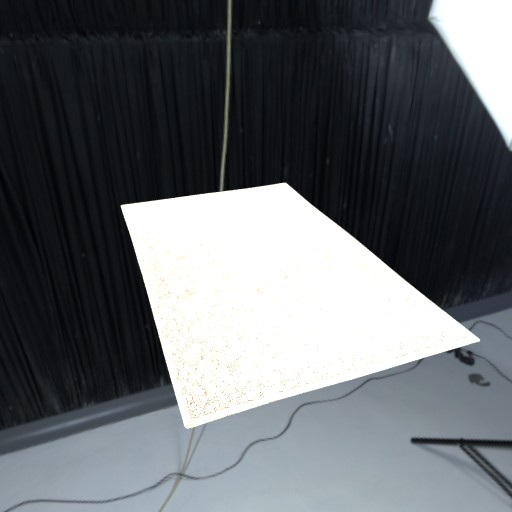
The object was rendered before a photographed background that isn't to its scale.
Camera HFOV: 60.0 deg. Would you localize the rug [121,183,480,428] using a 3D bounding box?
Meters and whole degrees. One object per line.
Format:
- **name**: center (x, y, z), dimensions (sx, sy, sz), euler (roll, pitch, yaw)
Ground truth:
- **rug**: center (0.000, 0.000, 3.008), dimensions (1.529, 0.012, 2.435), euler (-11, 31, -18)
